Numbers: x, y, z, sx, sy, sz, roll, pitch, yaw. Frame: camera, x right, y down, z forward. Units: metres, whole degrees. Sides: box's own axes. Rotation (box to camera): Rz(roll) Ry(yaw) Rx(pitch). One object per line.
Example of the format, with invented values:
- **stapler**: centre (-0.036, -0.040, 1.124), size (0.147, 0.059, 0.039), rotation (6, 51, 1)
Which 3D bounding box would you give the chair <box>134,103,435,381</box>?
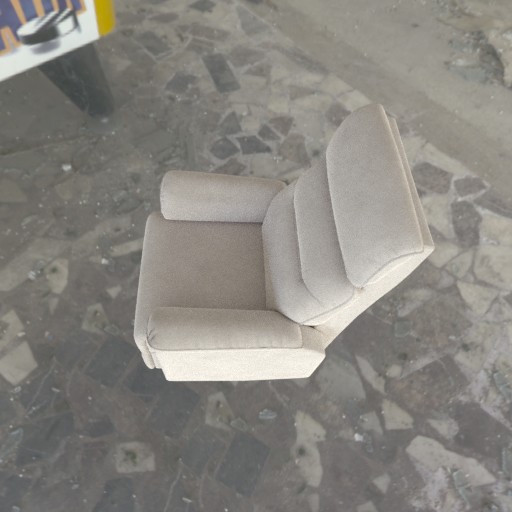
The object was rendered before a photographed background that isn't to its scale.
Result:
- **chair**: centre (0.000, 0.000, 1.770), size (1.001, 1.039, 0.820), rotation (-2, 57, -1)
